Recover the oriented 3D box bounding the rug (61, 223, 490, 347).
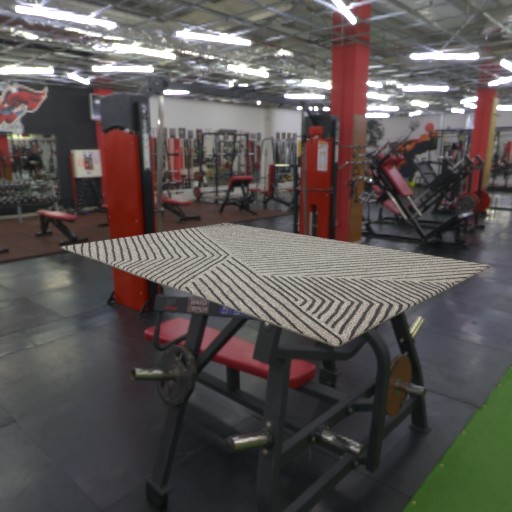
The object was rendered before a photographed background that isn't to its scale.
[{"bbox_3d":[0.000,0.000,2.255,1.842,0.019,1.237,13,18,43],"label":"rug"}]
